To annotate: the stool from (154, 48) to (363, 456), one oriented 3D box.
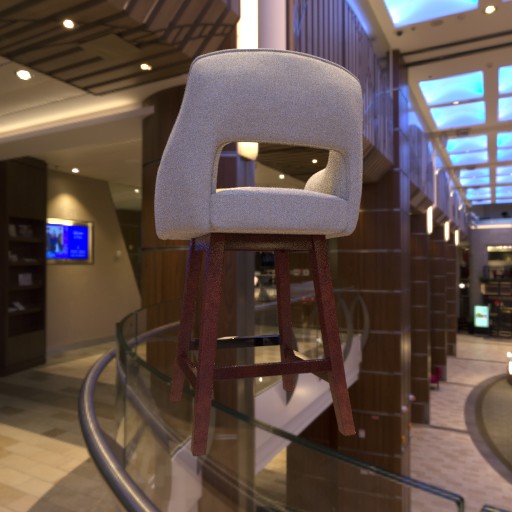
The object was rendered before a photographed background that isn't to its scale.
[{"bbox_3d":[0.000,0.000,1.267,0.550,0.936,0.560,0,-1,-18],"label":"stool"}]
